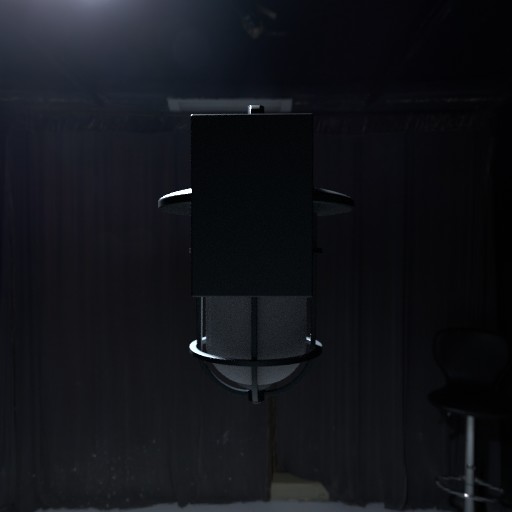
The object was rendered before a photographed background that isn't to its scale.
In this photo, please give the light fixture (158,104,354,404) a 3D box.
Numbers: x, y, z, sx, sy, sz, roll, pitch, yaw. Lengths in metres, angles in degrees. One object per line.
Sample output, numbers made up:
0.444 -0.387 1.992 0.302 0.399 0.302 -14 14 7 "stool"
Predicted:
0.000 0.000 0.505 0.222 0.345 0.252 0 1 2 "light fixture"
